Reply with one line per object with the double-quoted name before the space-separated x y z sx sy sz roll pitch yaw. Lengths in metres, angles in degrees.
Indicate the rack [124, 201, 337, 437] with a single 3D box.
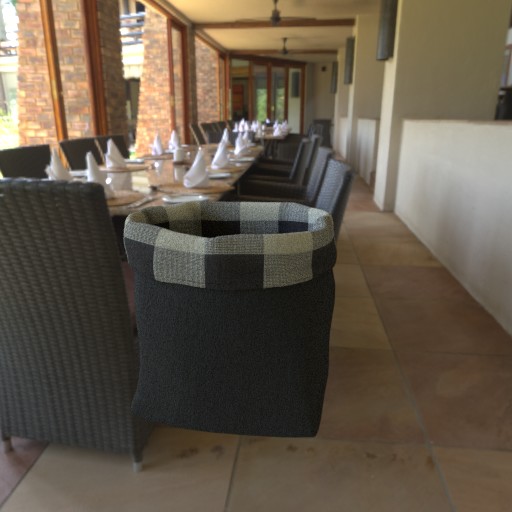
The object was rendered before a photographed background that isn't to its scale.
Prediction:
"rack" 0.000 0.000 1.072 0.370 0.329 0.889 3 18 9
